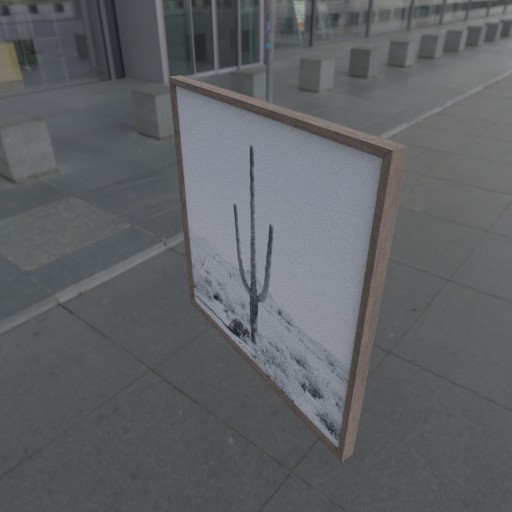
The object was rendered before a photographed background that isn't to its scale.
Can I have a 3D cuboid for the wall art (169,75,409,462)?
[{"bbox_3d":[0.000,0.000,1.134,0.038,0.762,0.762,-20,37,-29],"label":"wall art"}]
